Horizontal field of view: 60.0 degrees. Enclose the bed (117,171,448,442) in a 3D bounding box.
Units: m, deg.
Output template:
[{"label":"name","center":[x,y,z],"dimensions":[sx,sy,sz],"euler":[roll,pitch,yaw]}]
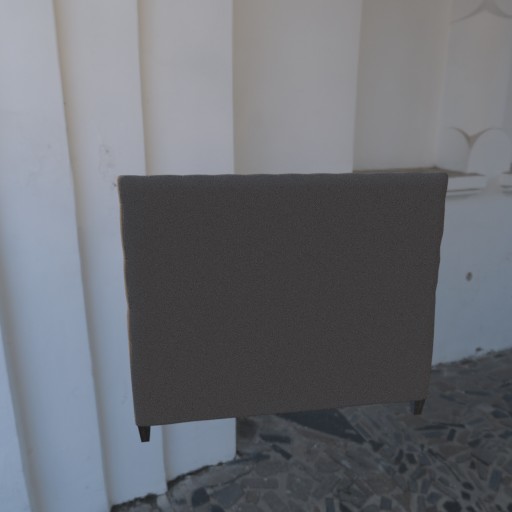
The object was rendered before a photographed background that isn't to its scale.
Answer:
[{"label":"bed","center":[0.000,0.000,3.463],"dimensions":[1.698,1.427,2.387],"euler":[-2,15,-9]}]
